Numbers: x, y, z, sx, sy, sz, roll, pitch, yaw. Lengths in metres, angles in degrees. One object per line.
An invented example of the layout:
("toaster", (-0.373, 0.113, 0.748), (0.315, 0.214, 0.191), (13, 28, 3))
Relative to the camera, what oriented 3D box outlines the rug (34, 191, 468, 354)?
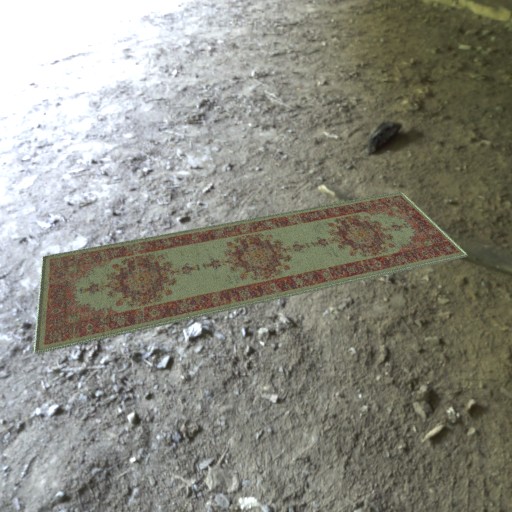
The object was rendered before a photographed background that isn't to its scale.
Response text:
("rug", (0.000, 0.000, 1.979), (1.824, 0.009, 0.562), (-11, 42, -13))
